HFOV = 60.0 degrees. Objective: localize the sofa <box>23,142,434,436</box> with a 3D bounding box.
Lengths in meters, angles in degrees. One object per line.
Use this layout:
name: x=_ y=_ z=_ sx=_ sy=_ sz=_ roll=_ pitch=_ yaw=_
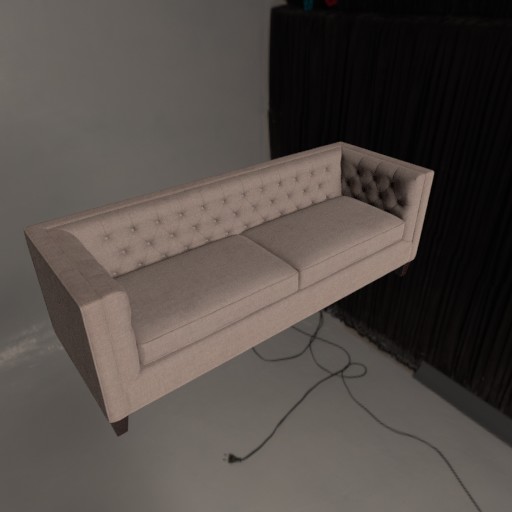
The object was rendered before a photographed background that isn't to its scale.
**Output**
sofa: x=0.000 y=0.000 z=2.559 sx=2.159 sy=0.762 sz=0.775 roll=-22 pitch=38 yaw=-32
